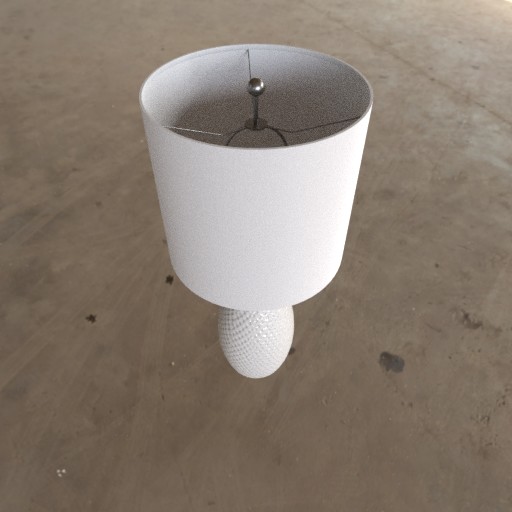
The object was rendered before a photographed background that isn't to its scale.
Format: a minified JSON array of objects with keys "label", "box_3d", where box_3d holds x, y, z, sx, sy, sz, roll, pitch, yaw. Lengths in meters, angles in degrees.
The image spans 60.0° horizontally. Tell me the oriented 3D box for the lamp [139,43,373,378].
[{"label":"lamp","box_3d":[0.000,0.000,0.573,0.214,0.466,0.214,-3,46,-3]}]
